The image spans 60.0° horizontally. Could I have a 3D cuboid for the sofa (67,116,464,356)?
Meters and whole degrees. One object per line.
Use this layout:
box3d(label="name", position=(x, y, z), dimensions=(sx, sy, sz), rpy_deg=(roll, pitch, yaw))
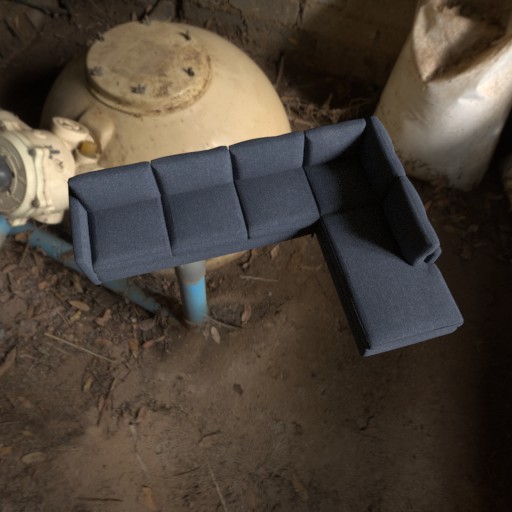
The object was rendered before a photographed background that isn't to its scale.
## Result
box3d(label="sofa", position=(0.000, 0.000, 3.782), dimensions=(2.949, 0.815, 2.007), rpy_deg=(-13, 65, -6))
